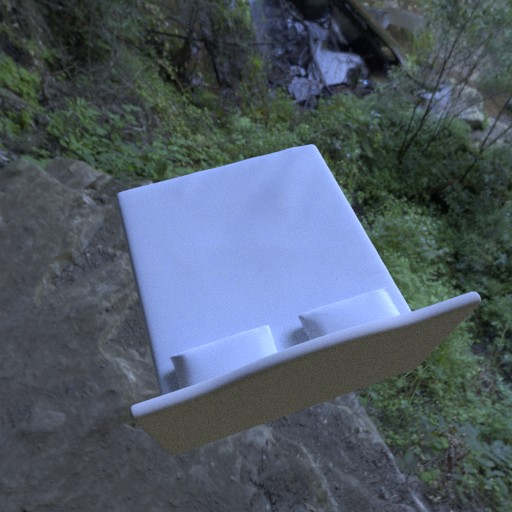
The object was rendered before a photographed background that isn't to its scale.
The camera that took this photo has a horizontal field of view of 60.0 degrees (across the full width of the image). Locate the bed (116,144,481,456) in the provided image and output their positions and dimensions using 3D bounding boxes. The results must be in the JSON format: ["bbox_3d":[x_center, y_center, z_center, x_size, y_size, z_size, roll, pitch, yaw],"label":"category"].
[{"bbox_3d":[0.000,0.000,3.470,2.083,1.421,2.182,-16,60,-10],"label":"bed"}]
